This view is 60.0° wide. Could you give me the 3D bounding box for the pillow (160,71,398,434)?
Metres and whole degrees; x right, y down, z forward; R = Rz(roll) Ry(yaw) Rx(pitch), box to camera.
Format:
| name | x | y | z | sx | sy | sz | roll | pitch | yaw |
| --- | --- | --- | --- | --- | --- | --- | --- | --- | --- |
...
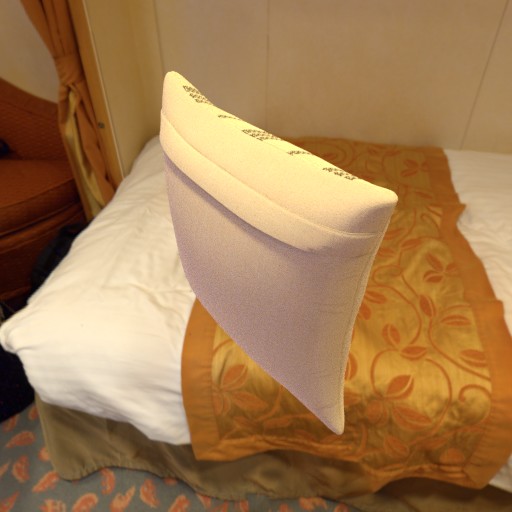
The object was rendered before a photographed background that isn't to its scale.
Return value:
| name | x | y | z | sx | sy | sz | roll | pitch | yaw |
| --- | --- | --- | --- | --- | --- | --- | --- | --- | --- |
| pillow | 0.000 | 0.000 | 0.628 | 0.173 | 0.406 | 0.405 | -26 | 47 | -27 |
